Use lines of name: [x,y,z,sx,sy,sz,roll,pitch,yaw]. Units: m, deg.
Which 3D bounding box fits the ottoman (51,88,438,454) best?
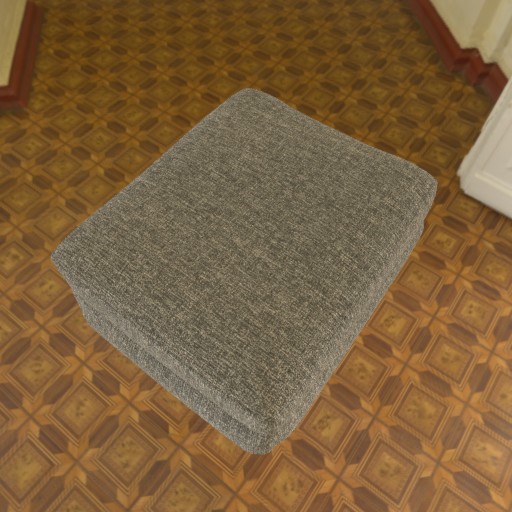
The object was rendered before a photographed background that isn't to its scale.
ottoman: [0.000,0.000,1.231,0.683,0.480,0.828,32,63,18]
